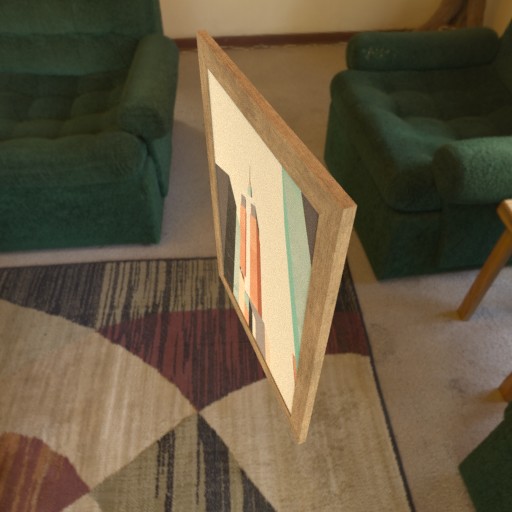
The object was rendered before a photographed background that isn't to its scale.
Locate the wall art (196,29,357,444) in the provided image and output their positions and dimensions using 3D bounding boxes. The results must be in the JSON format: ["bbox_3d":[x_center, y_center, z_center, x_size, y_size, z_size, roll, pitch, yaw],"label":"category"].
[{"bbox_3d":[0.000,0.000,0.897,0.018,0.686,0.534,-17,49,-15],"label":"wall art"}]
